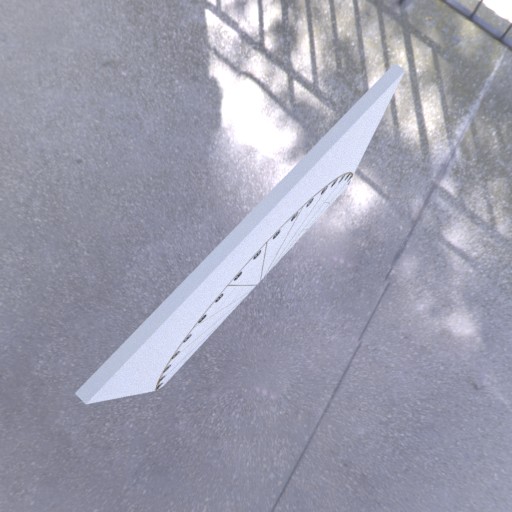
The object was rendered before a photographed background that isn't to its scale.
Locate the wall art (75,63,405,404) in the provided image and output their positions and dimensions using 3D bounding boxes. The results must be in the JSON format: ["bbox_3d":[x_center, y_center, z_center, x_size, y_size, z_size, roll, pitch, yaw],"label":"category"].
[{"bbox_3d":[0.000,0.000,1.448,0.038,0.767,1.144,41,79,10],"label":"wall art"}]
